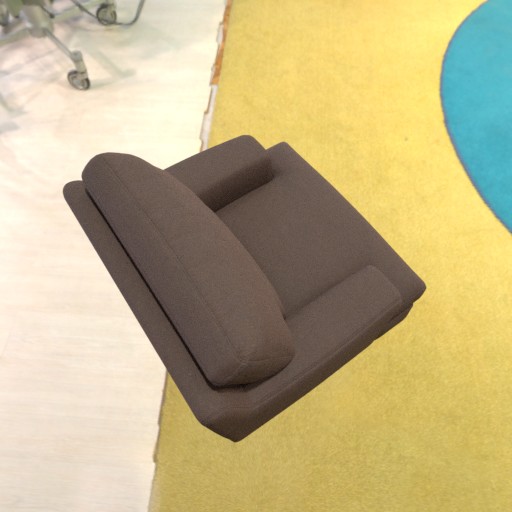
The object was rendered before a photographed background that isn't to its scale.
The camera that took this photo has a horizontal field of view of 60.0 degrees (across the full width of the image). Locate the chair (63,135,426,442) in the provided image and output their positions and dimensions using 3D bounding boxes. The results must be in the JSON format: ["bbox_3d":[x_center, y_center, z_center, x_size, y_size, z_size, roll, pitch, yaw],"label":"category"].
[{"bbox_3d":[0.000,0.000,1.973,1.143,0.940,1.168,-31,65,-16],"label":"chair"}]
